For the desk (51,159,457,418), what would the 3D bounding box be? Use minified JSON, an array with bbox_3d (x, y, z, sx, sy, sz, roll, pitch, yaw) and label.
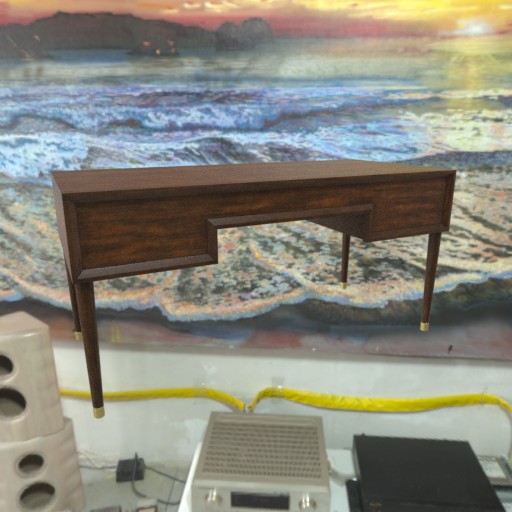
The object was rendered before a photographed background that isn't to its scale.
[{"bbox_3d":[0.000,0.000,1.998,1.575,0.762,0.724,-8,18,-25],"label":"desk"}]
